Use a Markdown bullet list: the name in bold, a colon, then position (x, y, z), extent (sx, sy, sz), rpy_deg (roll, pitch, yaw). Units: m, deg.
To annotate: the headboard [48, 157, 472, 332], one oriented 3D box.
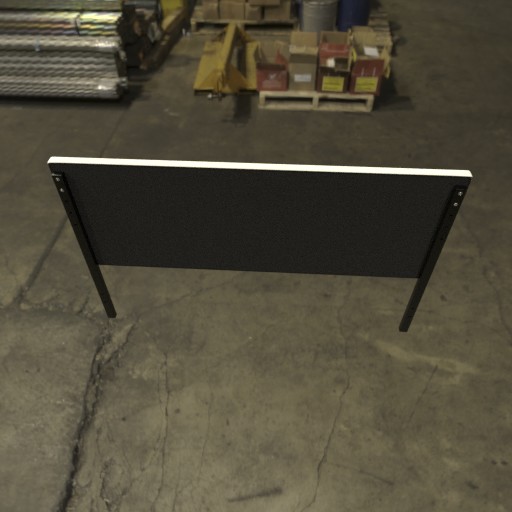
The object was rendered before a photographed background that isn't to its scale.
- **headboard**: position (0.000, 0.000, 2.950), extent (2.362, 1.410, 0.120), rpy_deg (2, 46, 2)
